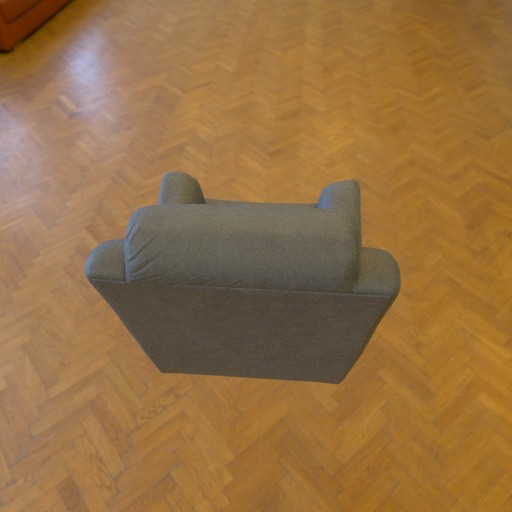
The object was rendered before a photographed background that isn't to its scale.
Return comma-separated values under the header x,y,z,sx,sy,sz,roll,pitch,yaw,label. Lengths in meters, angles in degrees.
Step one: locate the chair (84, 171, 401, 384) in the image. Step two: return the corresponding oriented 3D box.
x,y,z,sx,sy,sz,roll,pitch,yaw,label
0.000,0.000,1.859,0.967,1.116,1.068,3,46,3,chair
